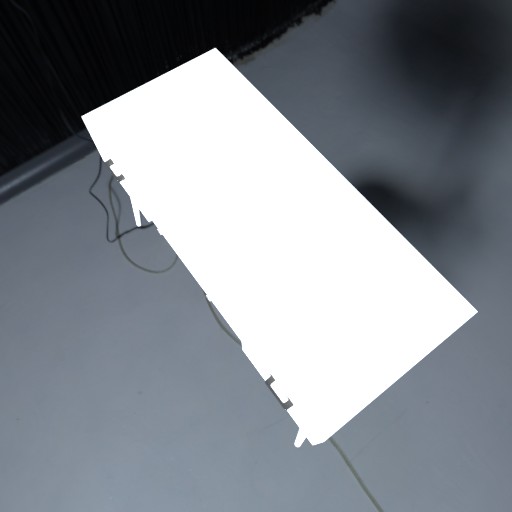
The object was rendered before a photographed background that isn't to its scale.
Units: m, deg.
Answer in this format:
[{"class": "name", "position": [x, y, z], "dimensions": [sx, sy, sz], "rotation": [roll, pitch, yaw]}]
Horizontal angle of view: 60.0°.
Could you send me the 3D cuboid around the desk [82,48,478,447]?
[{"class": "desk", "position": [0.000, 0.000, 1.749], "dimensions": [0.589, 0.762, 1.313], "rotation": [-34, 69, -15]}]
